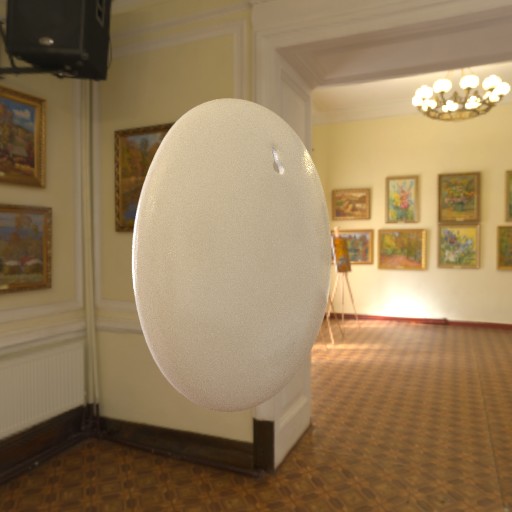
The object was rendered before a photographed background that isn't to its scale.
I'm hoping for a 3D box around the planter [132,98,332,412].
[{"bbox_3d":[0.000,0.000,0.276,0.043,0.188,0.185,1,2,37],"label":"planter"}]
